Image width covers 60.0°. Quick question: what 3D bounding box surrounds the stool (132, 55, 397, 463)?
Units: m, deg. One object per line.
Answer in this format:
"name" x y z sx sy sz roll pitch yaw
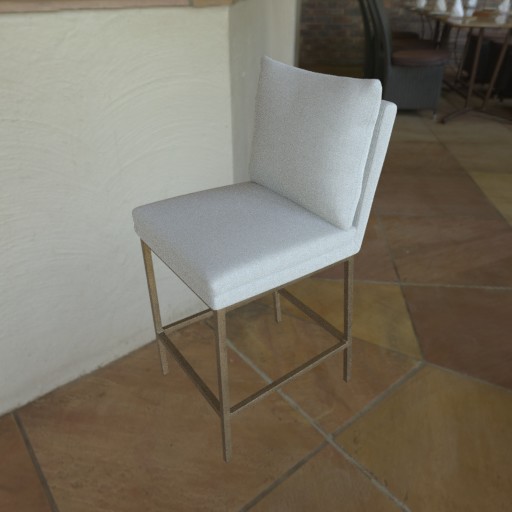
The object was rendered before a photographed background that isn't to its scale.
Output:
"stool" 0.000 0.000 1.332 0.572 1.032 0.463 -21 38 -30
